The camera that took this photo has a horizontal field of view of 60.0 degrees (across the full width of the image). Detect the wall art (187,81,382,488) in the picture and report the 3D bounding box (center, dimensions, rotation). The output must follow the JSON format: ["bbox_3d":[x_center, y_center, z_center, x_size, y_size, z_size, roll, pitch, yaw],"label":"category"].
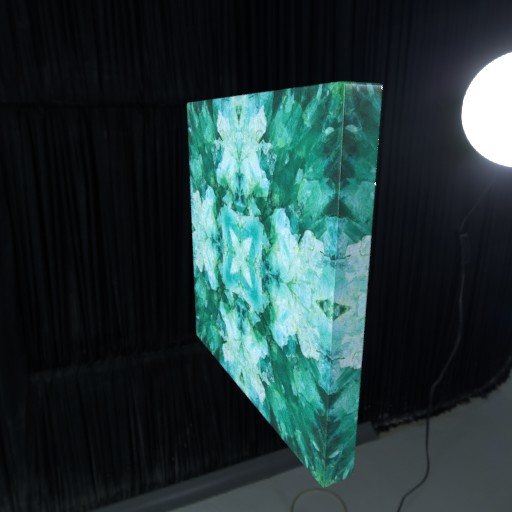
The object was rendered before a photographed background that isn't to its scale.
[{"bbox_3d":[0.000,0.000,0.460,0.033,0.313,0.313,-8,18,-26],"label":"wall art"}]
